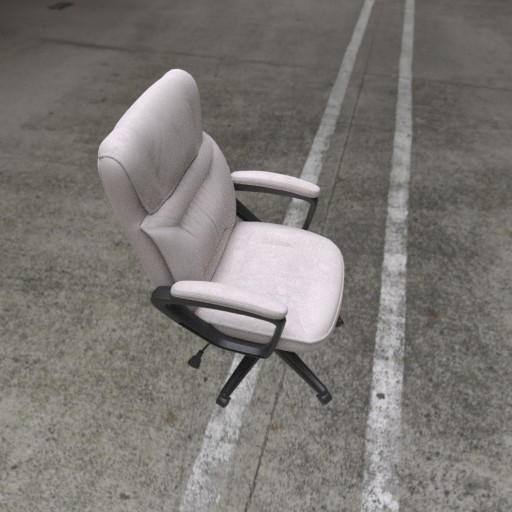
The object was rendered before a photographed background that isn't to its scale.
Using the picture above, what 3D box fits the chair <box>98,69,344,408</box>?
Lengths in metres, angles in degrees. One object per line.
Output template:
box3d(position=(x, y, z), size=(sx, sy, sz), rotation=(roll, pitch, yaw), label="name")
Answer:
box3d(position=(0.000, 0.000, 1.557), size=(0.724, 1.105, 0.667), rotation=(11, 47, 10), label="chair")
